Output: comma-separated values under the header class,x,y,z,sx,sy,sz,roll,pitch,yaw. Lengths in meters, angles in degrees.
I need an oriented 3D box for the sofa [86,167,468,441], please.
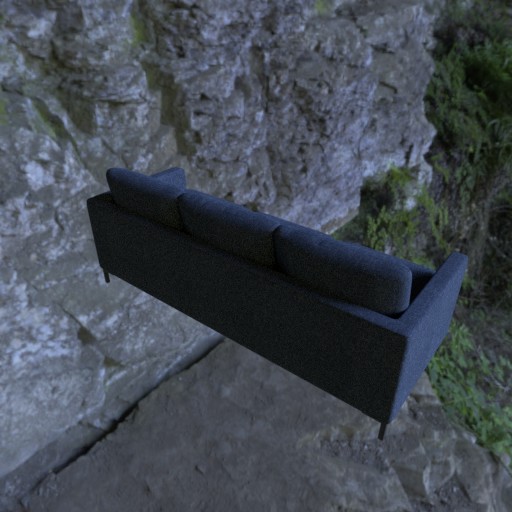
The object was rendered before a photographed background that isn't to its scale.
class,x,y,z,sx,sy,sz,roll,pitch,yaw
sofa,0.000,0.000,2.744,2.218,0.874,0.859,22,37,32
